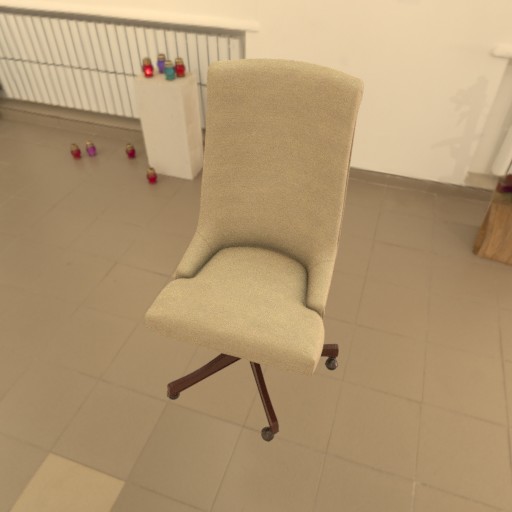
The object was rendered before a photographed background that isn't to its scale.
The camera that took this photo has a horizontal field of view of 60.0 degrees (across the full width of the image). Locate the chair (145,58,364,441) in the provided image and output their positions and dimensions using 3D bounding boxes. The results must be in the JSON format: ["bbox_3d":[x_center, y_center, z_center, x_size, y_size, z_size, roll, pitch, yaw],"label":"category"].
[{"bbox_3d":[0.000,0.000,1.420,0.645,1.010,0.696,13,44,14],"label":"chair"}]
